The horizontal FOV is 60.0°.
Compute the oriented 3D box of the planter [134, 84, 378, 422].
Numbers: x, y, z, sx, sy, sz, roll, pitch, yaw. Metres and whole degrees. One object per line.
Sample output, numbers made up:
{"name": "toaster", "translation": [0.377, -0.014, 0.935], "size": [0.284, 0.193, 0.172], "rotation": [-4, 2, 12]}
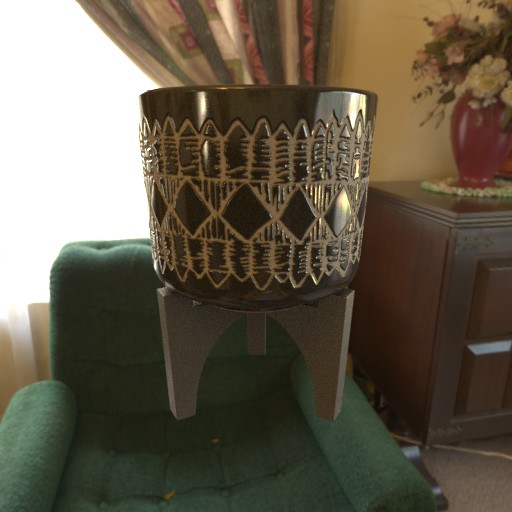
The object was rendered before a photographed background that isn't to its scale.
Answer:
{"name": "planter", "translation": [0.000, 0.000, 0.518], "size": [0.251, 0.355, 0.251], "rotation": [-9, 18, -28]}
